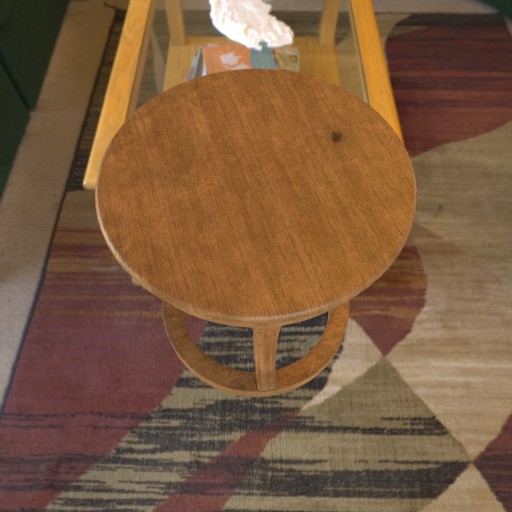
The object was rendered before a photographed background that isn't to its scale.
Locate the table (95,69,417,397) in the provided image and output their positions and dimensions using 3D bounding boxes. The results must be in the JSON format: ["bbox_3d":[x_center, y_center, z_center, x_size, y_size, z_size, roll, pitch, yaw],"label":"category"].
[{"bbox_3d":[0.000,0.000,0.797,0.432,0.460,0.432,0,60,0],"label":"table"}]
